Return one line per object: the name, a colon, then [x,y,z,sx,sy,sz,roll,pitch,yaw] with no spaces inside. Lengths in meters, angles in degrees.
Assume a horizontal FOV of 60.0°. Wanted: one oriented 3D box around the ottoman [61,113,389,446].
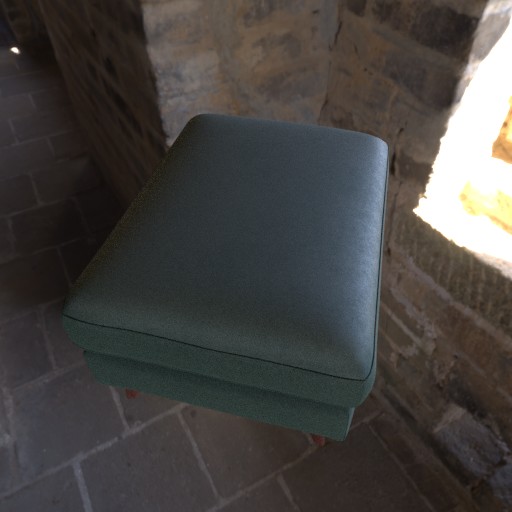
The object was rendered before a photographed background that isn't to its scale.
ottoman: [0.000,0.000,1.154,0.608,0.449,0.811,10,46,10]
